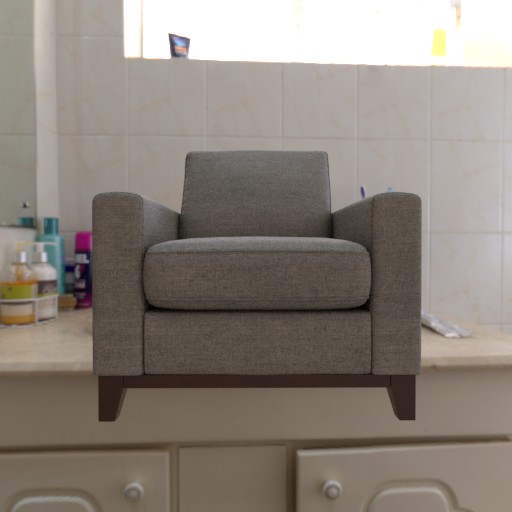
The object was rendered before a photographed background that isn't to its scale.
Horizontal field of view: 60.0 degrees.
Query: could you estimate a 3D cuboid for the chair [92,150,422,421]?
[{"bbox_3d":[0.000,0.000,1.835,1.024,1.010,1.038,0,1,-1],"label":"chair"}]
